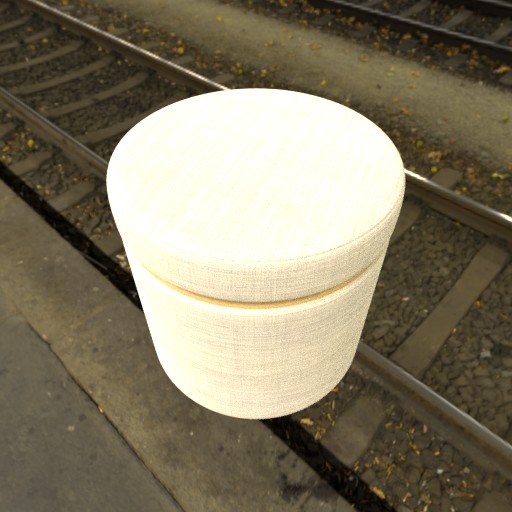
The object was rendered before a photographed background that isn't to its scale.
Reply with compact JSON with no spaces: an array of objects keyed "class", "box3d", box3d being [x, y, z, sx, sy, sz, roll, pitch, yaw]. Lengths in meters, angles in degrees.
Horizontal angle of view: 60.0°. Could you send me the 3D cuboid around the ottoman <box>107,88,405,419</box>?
[{"class":"ottoman","box3d":[0.000,0.000,0.740,0.400,0.406,0.400,0,46,0]}]
